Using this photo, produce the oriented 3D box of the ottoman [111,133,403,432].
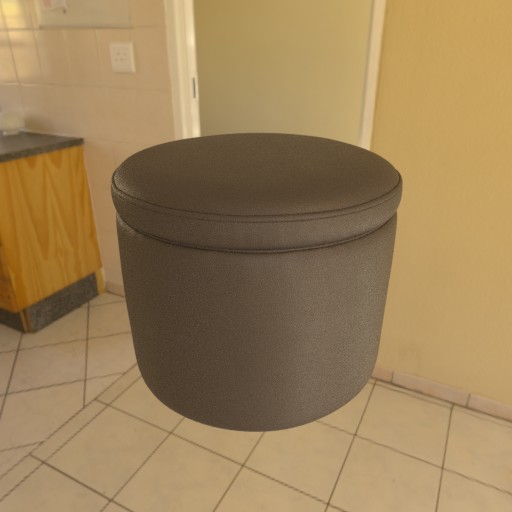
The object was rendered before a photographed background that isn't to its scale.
[{"bbox_3d":[0.000,0.000,0.854,0.500,0.409,0.500,0,25,0],"label":"ottoman"}]
